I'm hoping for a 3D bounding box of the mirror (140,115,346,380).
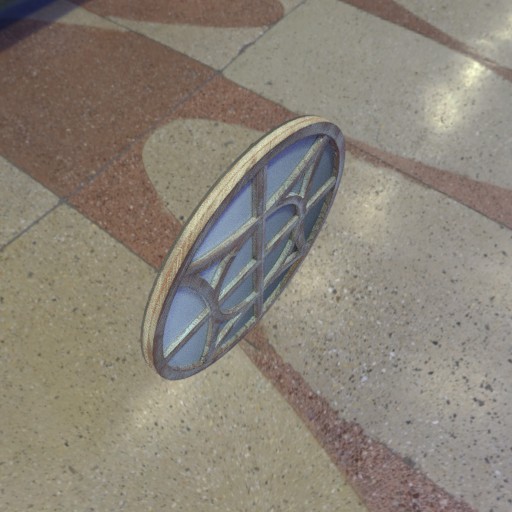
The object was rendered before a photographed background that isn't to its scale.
[{"bbox_3d":[0.000,0.000,1.087,0.038,0.710,0.710,35,64,19],"label":"mirror"}]
